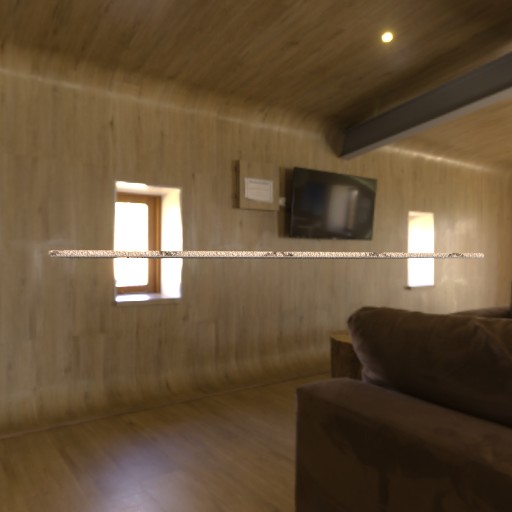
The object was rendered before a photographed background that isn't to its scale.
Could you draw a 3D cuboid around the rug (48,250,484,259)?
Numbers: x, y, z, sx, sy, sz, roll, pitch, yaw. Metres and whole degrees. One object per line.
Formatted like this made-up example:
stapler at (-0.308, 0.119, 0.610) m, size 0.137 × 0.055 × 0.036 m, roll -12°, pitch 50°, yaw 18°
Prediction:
rug at (0.000, 0.000, 3.022) m, size 2.438 × 0.030 × 1.524 m, roll 0°, pitch -1°, yaw -20°
